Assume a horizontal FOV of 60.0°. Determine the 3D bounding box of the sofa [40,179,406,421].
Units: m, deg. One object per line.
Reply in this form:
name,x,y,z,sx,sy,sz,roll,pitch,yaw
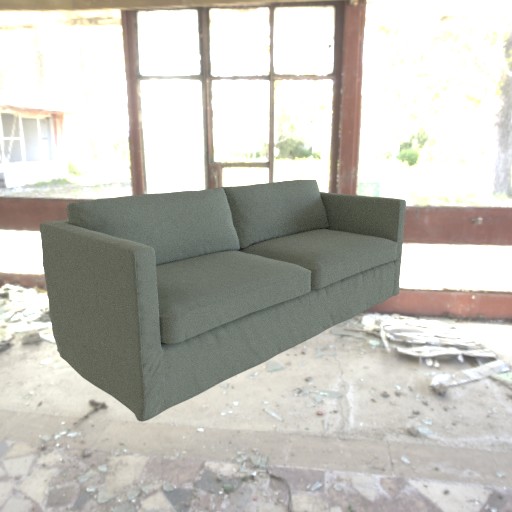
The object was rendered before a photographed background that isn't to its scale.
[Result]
sofa,0.000,0.000,2.840,0.962,0.853,2.312,13,19,42
